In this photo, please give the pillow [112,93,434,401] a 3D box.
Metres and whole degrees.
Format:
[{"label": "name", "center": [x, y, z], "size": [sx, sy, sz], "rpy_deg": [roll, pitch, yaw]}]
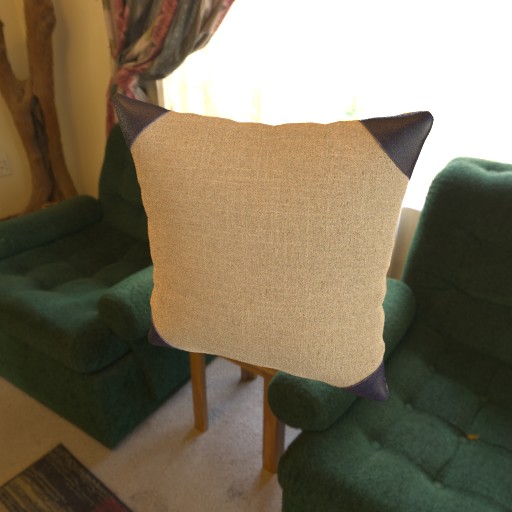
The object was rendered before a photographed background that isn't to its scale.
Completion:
[{"label": "pillow", "center": [0.000, 0.000, 0.663], "size": [0.440, 0.441, 0.147], "rpy_deg": [9, 28, 17]}]
